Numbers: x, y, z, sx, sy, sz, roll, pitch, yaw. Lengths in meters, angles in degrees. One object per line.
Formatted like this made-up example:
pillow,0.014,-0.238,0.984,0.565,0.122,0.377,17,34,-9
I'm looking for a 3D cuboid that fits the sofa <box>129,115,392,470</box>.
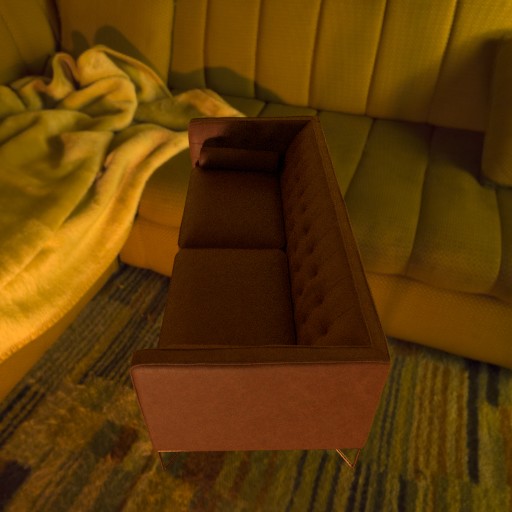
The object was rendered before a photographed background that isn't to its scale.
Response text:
sofa,0.000,0.000,2.519,0.912,0.798,2.079,-1,40,-1
